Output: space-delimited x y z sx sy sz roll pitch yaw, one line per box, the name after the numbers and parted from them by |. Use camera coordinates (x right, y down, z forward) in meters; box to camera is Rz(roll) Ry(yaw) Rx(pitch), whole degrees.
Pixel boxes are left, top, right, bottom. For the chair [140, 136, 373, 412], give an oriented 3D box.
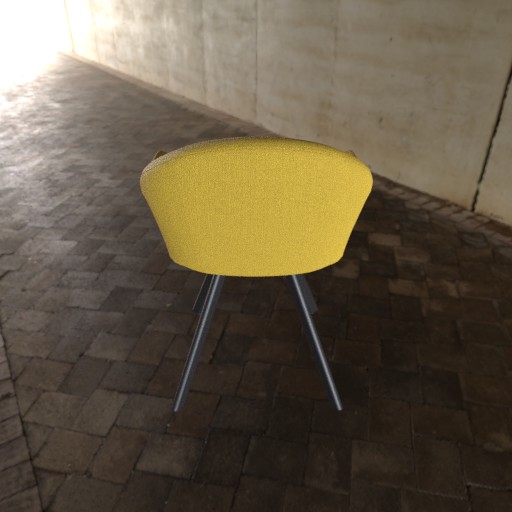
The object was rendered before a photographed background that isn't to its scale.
0.000 0.000 1.193 0.545 0.775 0.565 0 31 0 | chair
